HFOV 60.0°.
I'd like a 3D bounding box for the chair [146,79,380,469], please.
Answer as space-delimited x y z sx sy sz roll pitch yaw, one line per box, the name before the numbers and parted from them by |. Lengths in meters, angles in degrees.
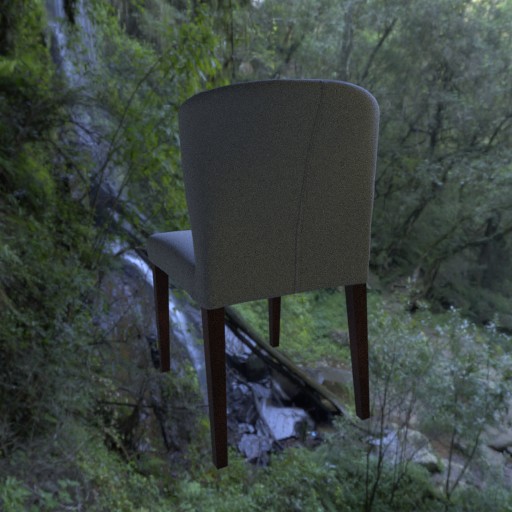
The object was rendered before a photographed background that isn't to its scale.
chair | 0.000 0.000 1.209 0.491 0.839 0.592 -7 16 -26
